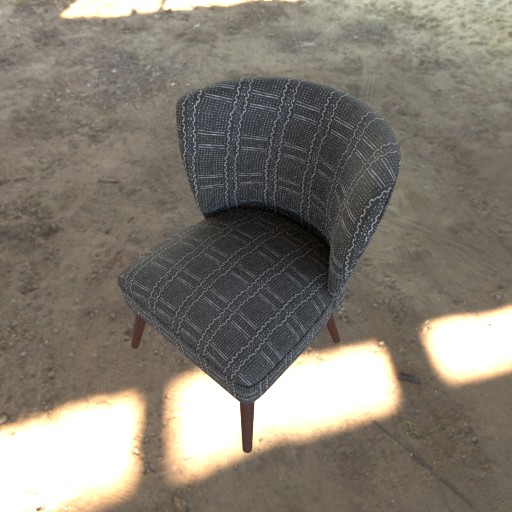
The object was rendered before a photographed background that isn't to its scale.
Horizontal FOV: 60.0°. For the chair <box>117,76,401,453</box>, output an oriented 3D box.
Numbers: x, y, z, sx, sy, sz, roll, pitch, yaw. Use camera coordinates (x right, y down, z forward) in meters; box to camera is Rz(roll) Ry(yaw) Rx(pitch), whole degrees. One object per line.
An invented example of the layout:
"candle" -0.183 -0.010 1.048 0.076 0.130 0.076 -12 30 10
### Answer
"chair" 0.000 0.000 1.432 0.710 0.866 0.758 33 56 26
